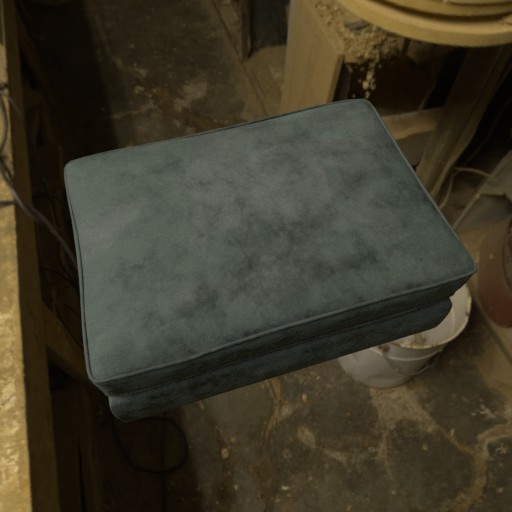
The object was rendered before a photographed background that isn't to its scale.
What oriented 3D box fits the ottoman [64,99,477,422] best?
[{"bbox_3d":[0.000,0.000,1.216,0.864,0.495,0.632,-15,60,-9],"label":"ottoman"}]
